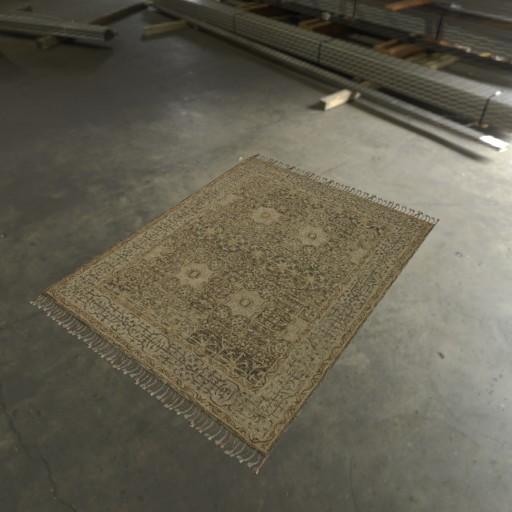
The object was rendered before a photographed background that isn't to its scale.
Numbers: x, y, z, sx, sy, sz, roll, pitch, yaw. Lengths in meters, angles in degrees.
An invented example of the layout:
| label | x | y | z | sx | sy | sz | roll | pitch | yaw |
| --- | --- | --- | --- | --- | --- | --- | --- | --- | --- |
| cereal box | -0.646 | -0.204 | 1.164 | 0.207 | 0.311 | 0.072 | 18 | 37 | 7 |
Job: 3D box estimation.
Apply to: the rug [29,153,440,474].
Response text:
| label | x | y | z | sx | sy | sz | roll | pitch | yaw |
| --- | --- | --- | --- | --- | --- | --- | --- | --- | --- |
| rug | 0.000 | 0.000 | 4.241 | 2.431 | 0.017 | 3.291 | 26 | 47 | 27 |
